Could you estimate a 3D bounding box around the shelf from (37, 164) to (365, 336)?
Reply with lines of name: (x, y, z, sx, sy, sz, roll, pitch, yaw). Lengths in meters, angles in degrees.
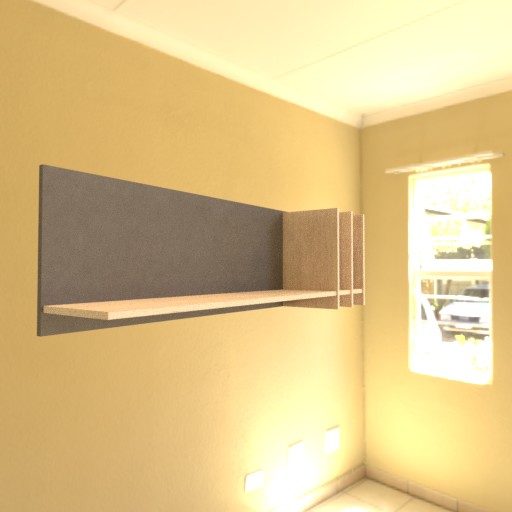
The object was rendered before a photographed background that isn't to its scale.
shelf: (0.000, 0.000, 1.128, 0.200, 0.300, 1.020, -1, -2, 36)
